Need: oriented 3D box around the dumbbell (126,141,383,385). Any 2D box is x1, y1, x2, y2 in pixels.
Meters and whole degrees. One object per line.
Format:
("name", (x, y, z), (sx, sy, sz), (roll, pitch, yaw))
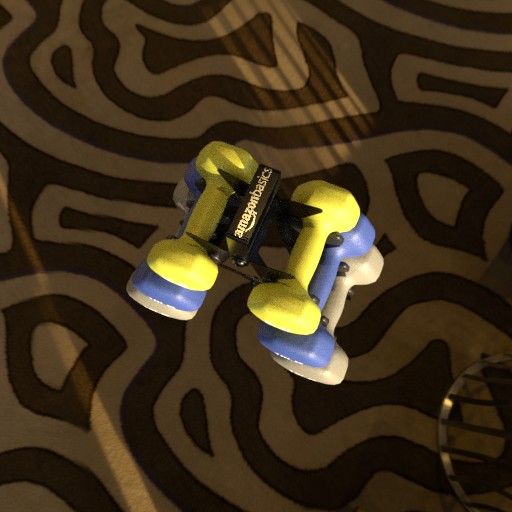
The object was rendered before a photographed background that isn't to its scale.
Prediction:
("dumbbell", (0.000, 0.000, 0.680), (0.416, 0.426, 0.261), (23, 75, 6))
